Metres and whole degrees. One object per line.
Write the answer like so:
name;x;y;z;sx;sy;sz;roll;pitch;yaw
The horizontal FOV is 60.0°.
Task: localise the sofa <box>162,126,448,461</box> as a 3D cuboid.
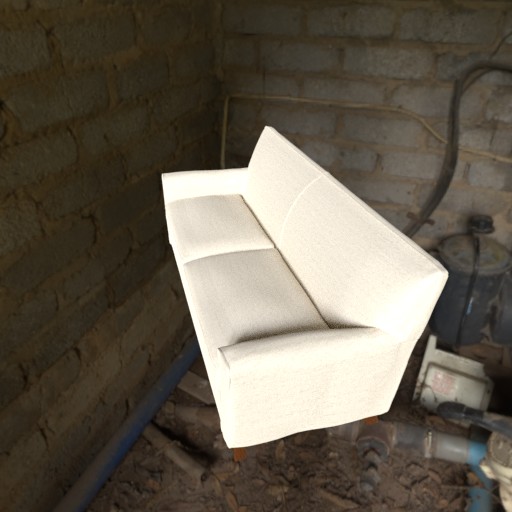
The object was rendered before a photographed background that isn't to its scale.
sofa;0.000;0.000;2.503;0.841;0.907;2.001;-9;33;-14
